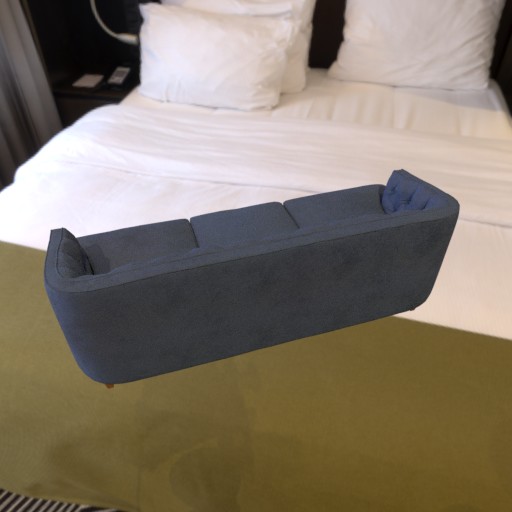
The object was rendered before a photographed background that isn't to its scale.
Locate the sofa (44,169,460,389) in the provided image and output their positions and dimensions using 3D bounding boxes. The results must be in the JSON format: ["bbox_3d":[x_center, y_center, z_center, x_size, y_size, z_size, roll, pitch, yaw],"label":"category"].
[{"bbox_3d":[0.000,0.000,2.703,2.278,0.855,0.941,-12,42,-13],"label":"sofa"}]
